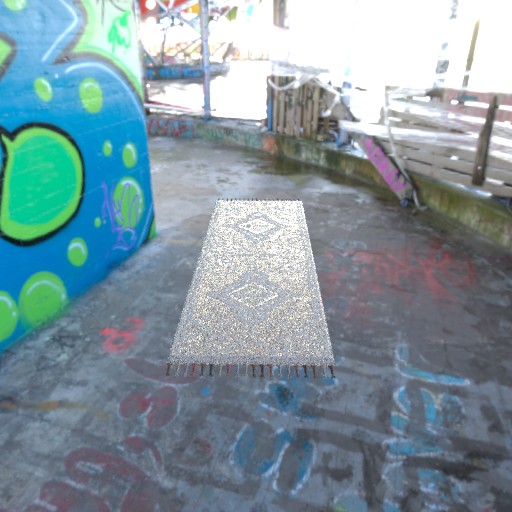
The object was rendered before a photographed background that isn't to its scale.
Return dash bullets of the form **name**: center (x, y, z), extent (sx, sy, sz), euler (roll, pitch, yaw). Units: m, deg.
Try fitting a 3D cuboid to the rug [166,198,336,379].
- **rug**: center (0.000, 0.000, 2.877), extent (1.324, 0.018, 2.378), euler (8, 28, 15)
